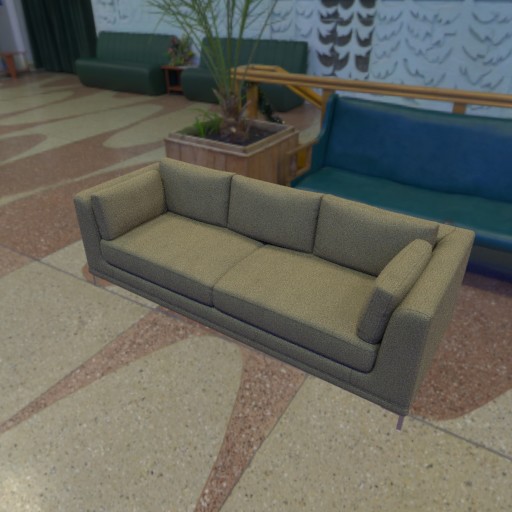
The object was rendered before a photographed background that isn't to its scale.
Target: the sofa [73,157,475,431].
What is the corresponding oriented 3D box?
[{"bbox_3d":[0.000,0.000,2.949,2.415,0.867,0.969,19,35,29],"label":"sofa"}]
